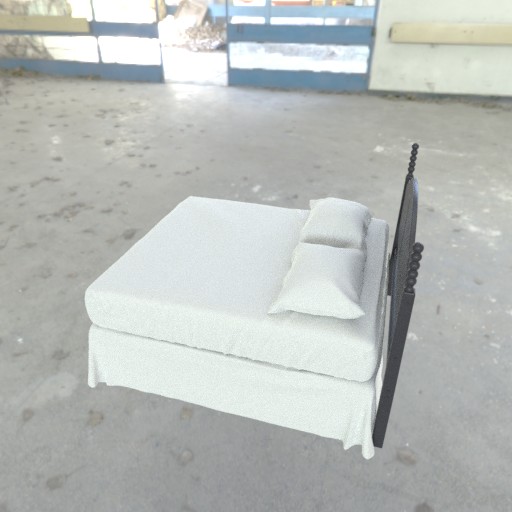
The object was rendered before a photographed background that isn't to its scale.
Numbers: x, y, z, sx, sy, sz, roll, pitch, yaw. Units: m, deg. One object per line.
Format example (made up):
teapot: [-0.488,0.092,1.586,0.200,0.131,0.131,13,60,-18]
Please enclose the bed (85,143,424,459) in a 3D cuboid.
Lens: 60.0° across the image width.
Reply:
bed: [0.000,0.000,3.179,2.040,1.356,1.873,9,31,14]
